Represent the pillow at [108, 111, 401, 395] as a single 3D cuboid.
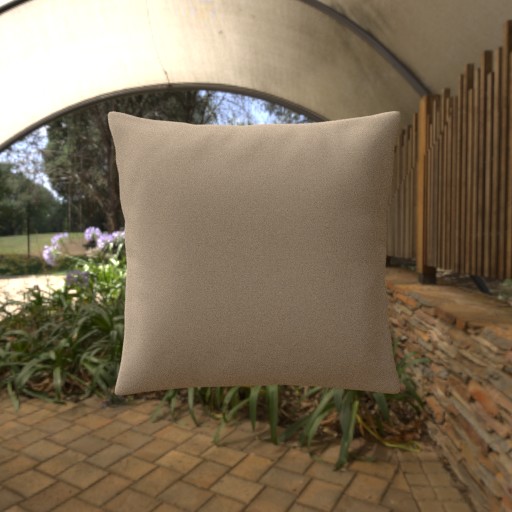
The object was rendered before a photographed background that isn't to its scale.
[{"bbox_3d":[0.000,0.000,0.796,0.523,0.510,0.166,0,2,1],"label":"pillow"}]
